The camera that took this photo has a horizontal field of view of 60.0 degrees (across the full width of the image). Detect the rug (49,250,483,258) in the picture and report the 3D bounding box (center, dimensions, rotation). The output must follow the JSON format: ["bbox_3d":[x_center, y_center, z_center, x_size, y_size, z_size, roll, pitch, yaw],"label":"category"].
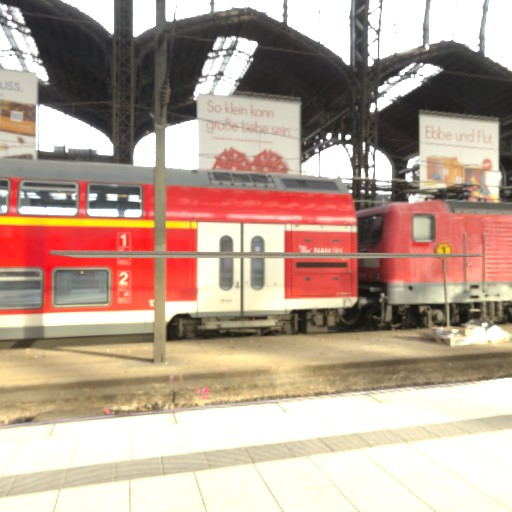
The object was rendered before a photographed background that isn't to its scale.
[{"bbox_3d":[0.000,0.000,2.111,1.676,0.013,1.067,0,-1,-18],"label":"rug"}]
